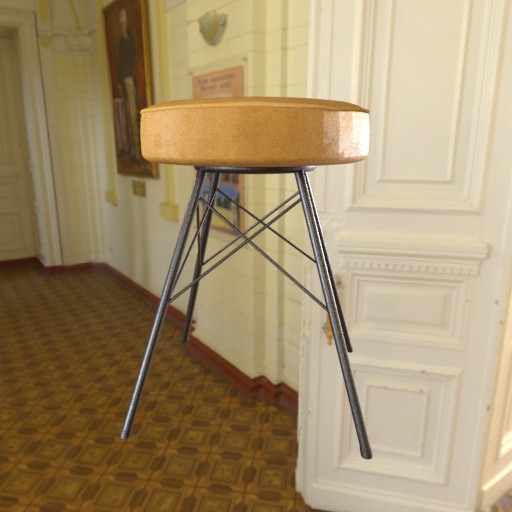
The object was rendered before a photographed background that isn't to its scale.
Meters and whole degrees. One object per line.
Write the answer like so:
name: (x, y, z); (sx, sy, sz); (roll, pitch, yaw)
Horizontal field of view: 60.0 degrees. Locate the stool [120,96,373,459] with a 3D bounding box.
stool: (0.000, 0.000, 0.910); (0.472, 0.595, 0.438); (2, 15, 9)
